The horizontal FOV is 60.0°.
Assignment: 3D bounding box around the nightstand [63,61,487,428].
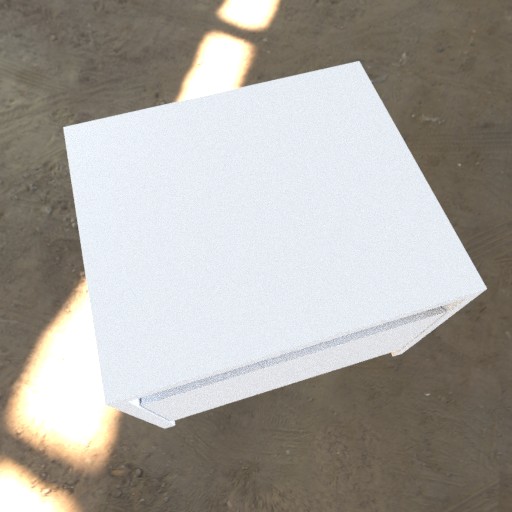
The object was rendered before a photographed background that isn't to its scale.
[{"bbox_3d":[0.000,0.000,0.757,0.470,0.351,0.408,-15,66,-7],"label":"nightstand"}]
